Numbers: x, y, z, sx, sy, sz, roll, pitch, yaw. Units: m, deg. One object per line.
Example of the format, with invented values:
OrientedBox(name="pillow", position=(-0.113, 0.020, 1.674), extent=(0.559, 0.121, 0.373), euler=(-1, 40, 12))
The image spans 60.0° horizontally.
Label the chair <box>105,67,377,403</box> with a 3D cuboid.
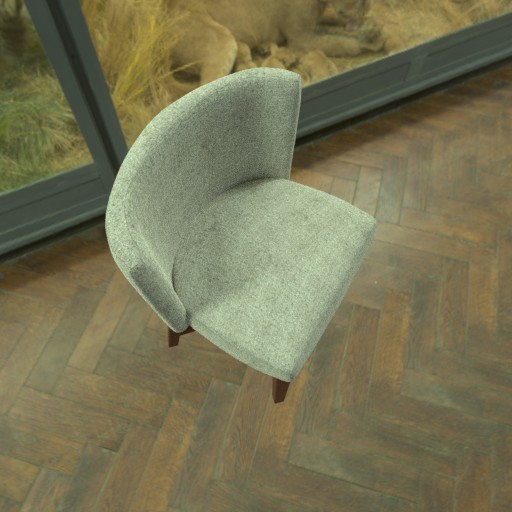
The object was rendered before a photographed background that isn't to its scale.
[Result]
OrientedBox(name="chair", position=(0.000, 0.000, 1.344), extent=(0.575, 0.827, 0.728), euler=(27, 62, 16))
